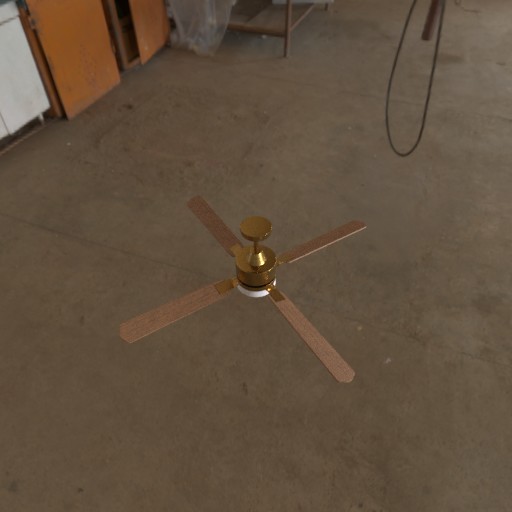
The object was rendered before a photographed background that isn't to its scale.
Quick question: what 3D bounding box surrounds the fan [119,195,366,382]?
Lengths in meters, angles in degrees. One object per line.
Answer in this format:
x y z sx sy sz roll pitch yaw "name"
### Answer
0.000 0.000 1.984 1.320 0.355 1.320 -24 50 -22 "fan"
